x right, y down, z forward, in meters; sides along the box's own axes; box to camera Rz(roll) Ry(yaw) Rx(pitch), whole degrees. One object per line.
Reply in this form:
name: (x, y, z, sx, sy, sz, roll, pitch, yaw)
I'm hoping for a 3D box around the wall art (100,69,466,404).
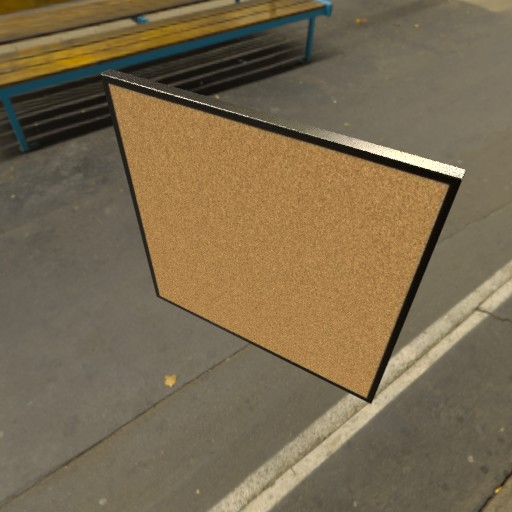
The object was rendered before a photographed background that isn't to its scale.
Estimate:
wall art: (0.000, 0.000, 0.507, 0.349, 0.349, 0.014, 23, 50, 21)
